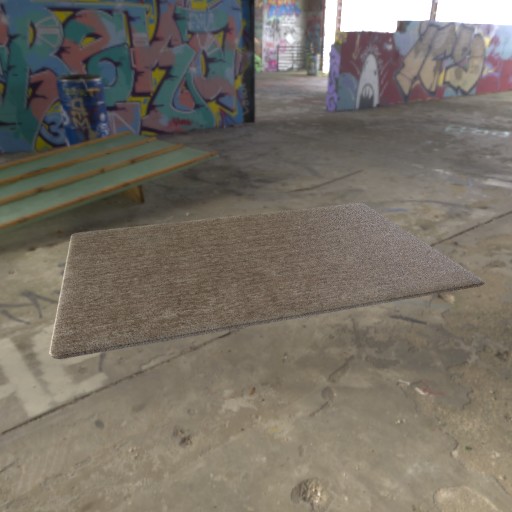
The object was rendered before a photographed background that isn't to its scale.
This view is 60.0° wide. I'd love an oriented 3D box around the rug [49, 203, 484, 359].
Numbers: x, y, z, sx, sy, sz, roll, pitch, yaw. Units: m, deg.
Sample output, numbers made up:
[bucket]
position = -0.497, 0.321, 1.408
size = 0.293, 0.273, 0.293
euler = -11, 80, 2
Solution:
[rug]
position = 0.000, 0.000, 3.028
size = 2.469, 0.024, 1.539
euler = -7, 27, -15
